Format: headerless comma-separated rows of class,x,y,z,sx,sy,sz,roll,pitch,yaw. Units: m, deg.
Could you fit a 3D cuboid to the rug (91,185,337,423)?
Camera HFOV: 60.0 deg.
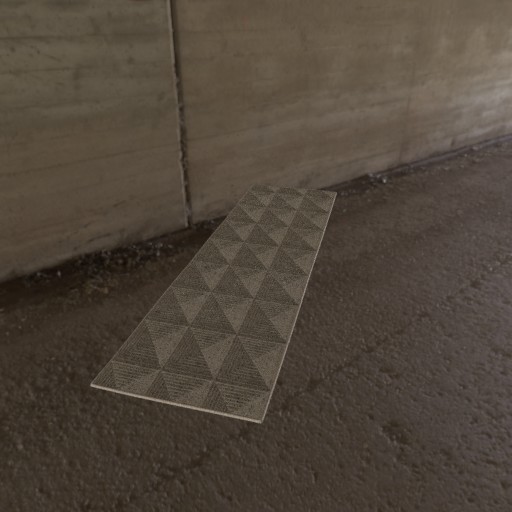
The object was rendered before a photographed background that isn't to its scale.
rug,0.000,0.000,2.439,0.645,0.015,2.182,8,30,13
